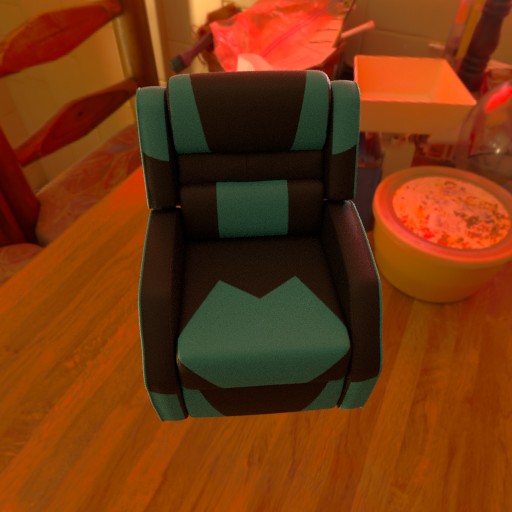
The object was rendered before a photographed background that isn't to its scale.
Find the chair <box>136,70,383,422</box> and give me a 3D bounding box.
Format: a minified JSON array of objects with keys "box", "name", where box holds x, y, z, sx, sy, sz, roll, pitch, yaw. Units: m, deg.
[{"box":[0.000,0.000,1.275,0.620,0.805,0.672,-3,47,-3],"name":"chair"}]
